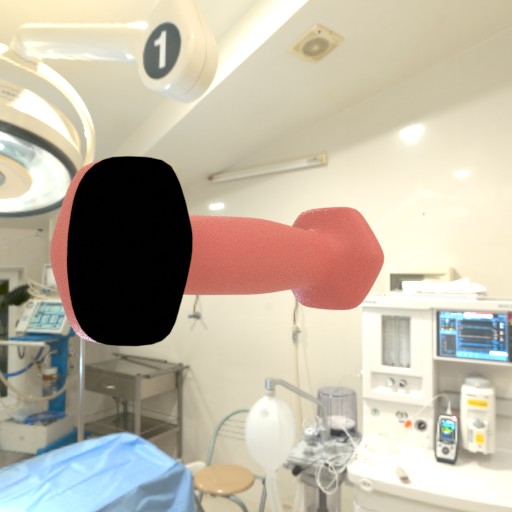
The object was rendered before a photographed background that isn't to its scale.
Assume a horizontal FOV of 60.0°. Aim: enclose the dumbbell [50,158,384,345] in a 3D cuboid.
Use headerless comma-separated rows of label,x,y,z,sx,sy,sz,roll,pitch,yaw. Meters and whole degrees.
dumbbell,0.000,0.000,0.145,0.047,0.043,0.123,-1,-2,36
